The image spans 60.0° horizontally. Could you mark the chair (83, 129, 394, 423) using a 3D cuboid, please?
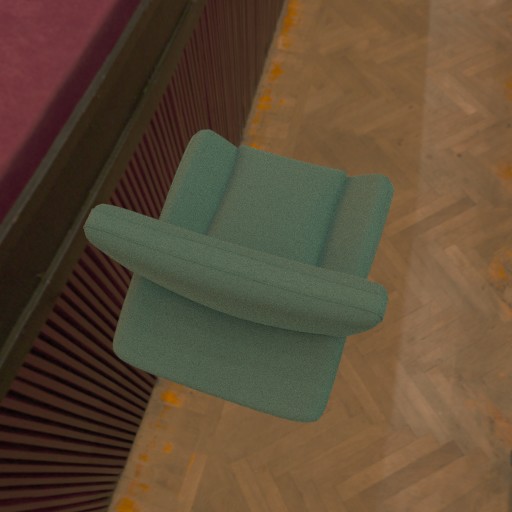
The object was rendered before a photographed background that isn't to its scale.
[{"bbox_3d":[0.000,0.000,1.630,0.859,0.855,1.008,16,65,8],"label":"chair"}]
